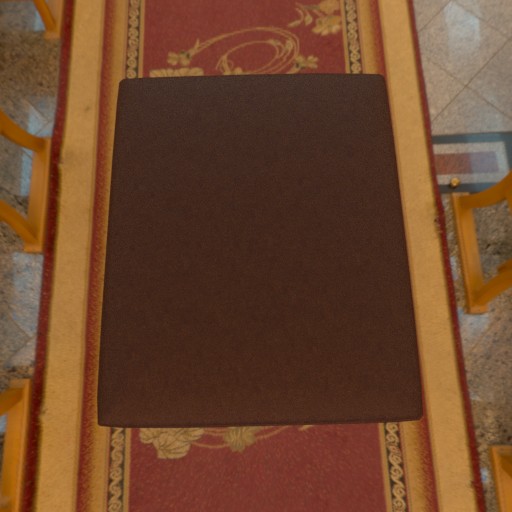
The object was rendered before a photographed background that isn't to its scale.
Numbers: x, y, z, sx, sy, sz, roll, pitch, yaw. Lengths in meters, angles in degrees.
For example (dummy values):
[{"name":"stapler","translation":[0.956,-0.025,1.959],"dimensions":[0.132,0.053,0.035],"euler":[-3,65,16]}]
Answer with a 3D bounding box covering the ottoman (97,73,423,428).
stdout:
[{"name":"ottoman","translation":[0.000,0.000,1.722],"dimensions":[0.967,0.730,1.187],"euler":[-1,75,0]}]
